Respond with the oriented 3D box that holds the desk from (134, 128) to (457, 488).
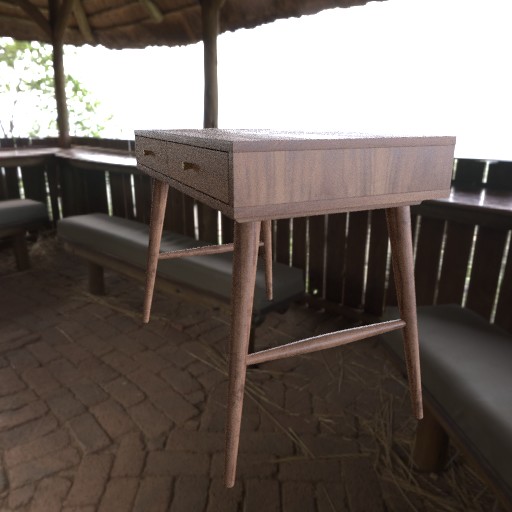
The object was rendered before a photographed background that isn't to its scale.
[{"bbox_3d":[0.000,0.000,1.404,0.588,0.758,0.949,-8,19,-24],"label":"desk"}]
